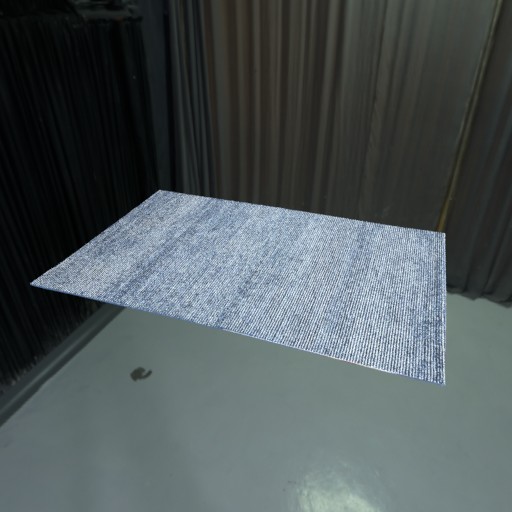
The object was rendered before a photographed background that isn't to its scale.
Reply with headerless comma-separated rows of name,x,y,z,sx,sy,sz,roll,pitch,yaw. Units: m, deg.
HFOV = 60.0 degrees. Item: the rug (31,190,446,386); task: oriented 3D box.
rug,0.000,0.000,2.226,1.793,0.025,1.159,11,33,17
